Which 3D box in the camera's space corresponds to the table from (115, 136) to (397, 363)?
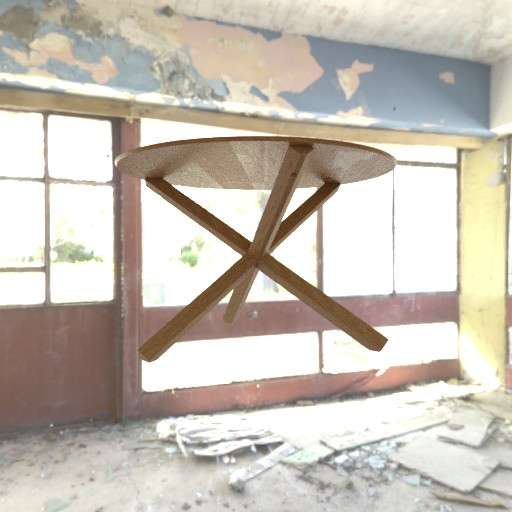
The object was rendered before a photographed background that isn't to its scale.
[{"bbox_3d":[0.000,0.000,1.714,1.038,0.666,1.038,0,1,0],"label":"table"}]
